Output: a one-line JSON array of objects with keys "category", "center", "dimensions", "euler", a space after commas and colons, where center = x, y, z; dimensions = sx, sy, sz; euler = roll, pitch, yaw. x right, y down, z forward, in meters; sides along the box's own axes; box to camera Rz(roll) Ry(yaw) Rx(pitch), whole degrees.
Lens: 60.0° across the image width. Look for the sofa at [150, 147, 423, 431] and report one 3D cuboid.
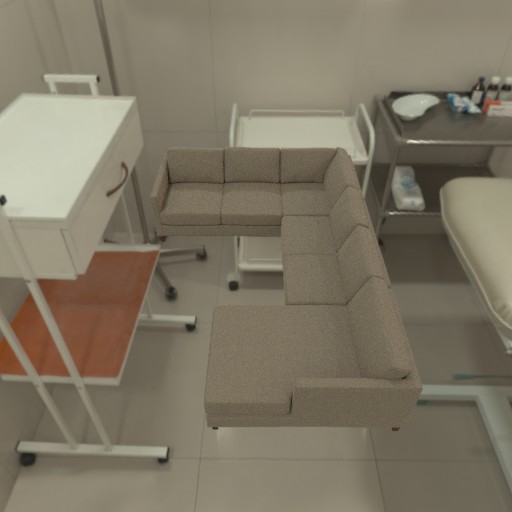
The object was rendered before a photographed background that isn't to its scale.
[{"category": "sofa", "center": [0.000, 0.000, 4.611], "dimensions": [2.424, 0.865, 3.438], "euler": [0, 41, 0]}]
